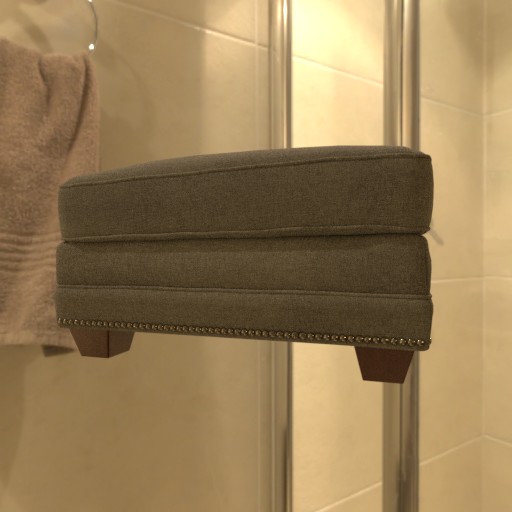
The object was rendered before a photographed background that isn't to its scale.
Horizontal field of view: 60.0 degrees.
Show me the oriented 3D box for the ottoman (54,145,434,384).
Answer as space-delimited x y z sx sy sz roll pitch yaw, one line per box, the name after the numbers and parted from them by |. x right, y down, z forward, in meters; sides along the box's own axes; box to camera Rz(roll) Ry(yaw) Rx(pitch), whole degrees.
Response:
0.000 0.000 1.121 0.813 0.457 0.561 0 1 18 | ottoman
